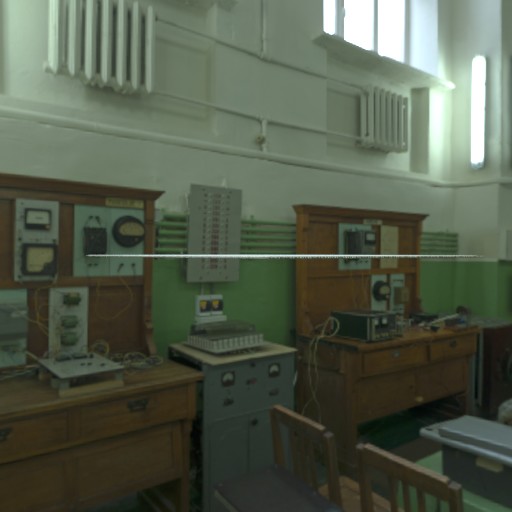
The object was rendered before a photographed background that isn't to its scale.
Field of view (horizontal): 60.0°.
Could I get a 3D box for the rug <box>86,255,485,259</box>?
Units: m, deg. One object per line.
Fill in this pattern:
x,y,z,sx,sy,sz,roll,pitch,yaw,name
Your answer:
0.000,0.000,2.902,1.514,0.011,2.233,0,0,-37,rug
